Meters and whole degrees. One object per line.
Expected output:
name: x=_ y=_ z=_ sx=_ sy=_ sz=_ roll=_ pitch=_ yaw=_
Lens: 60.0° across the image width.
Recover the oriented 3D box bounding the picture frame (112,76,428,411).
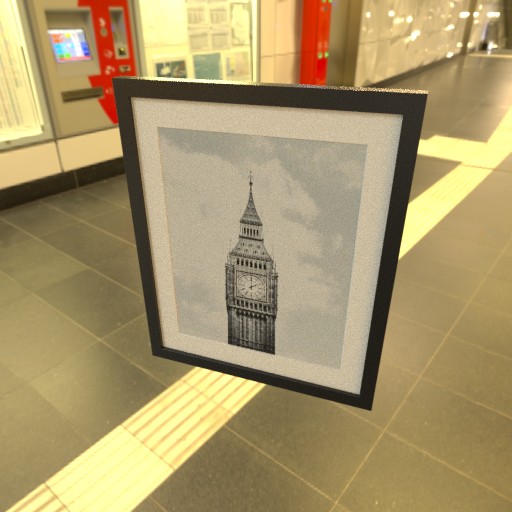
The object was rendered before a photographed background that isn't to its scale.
picture frame: x=0.000 y=0.000 z=0.761 sx=0.460 sy=0.556 sz=0.028 roll=10 pitch=30 yaw=17
